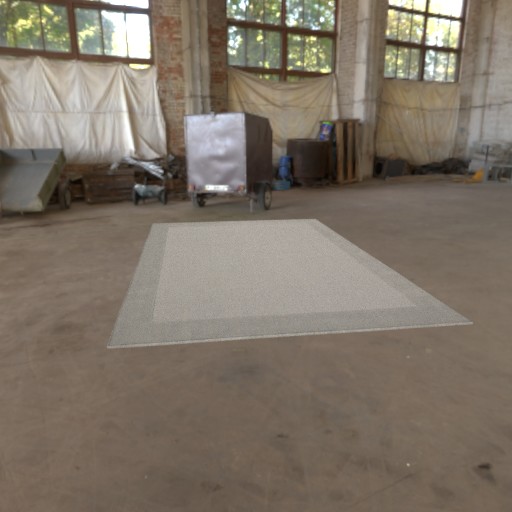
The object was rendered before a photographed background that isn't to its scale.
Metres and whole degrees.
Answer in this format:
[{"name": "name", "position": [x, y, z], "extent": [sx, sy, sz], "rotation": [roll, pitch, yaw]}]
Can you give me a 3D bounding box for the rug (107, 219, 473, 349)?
[{"name": "rug", "position": [0.000, 0.000, 2.961], "extent": [1.524, 0.014, 2.438], "rotation": [-2, 16, -8]}]
